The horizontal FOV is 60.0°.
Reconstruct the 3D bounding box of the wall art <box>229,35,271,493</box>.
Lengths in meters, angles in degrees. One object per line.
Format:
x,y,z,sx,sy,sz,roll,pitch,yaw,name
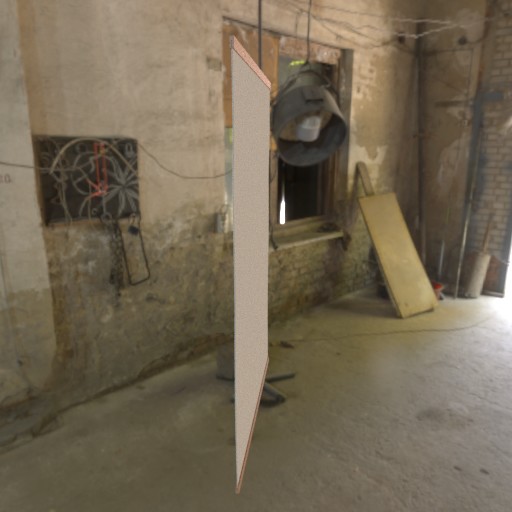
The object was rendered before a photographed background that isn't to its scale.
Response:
0.000,0.000,1.910,0.019,1.527,1.019,2,14,7,wall art
